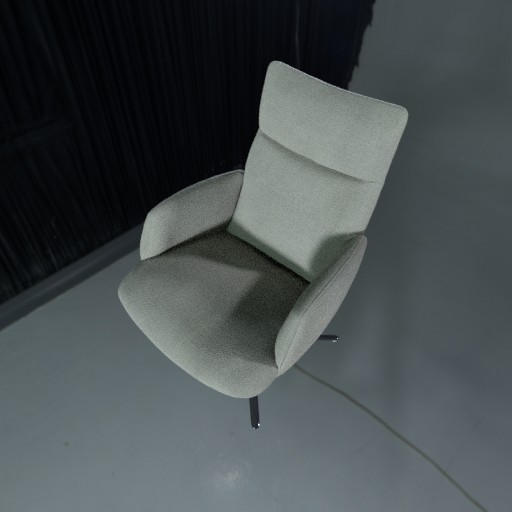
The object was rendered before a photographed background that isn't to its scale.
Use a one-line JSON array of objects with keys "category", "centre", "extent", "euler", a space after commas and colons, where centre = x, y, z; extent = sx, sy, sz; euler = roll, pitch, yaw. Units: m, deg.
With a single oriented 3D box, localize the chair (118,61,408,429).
[{"category": "chair", "centre": [0.000, 0.000, 1.587], "extent": [0.711, 1.016, 0.889], "euler": [33, 54, 28]}]
